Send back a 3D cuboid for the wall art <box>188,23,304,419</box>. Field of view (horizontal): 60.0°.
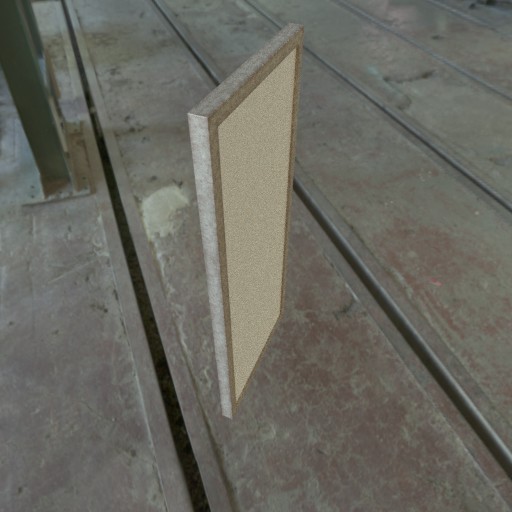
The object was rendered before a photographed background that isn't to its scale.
[{"bbox_3d":[0.000,0.000,1.693,0.051,1.461,0.648,17,47,16],"label":"wall art"}]
